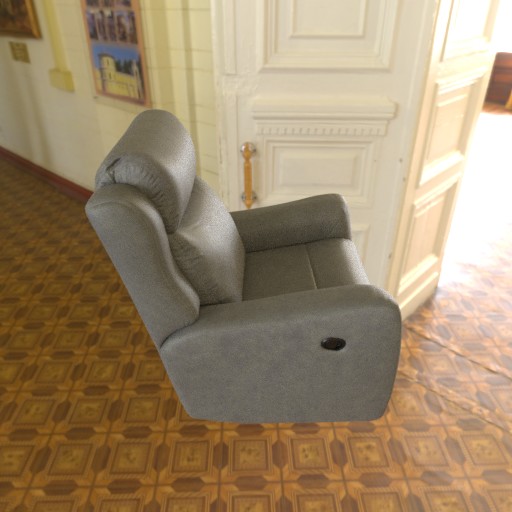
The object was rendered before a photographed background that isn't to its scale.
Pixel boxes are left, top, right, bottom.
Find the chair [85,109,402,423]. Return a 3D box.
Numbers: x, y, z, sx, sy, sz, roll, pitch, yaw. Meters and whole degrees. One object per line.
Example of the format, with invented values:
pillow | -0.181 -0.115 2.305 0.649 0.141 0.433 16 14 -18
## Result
chair | 0.000 0.000 1.914 1.068 1.116 0.965 -1 31 -2
